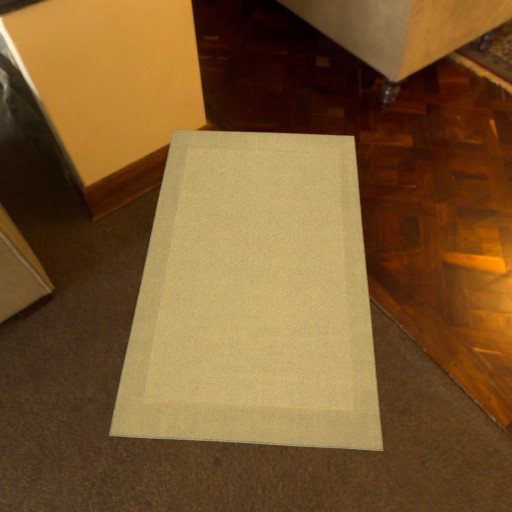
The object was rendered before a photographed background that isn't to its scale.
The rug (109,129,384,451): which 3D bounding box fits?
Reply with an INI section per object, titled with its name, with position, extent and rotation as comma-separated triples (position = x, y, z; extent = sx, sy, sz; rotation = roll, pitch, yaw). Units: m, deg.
[rug]
position = 0.000, 0.000, 3.092
extent = 1.524, 0.014, 2.438
rotation = 2, 58, 2
